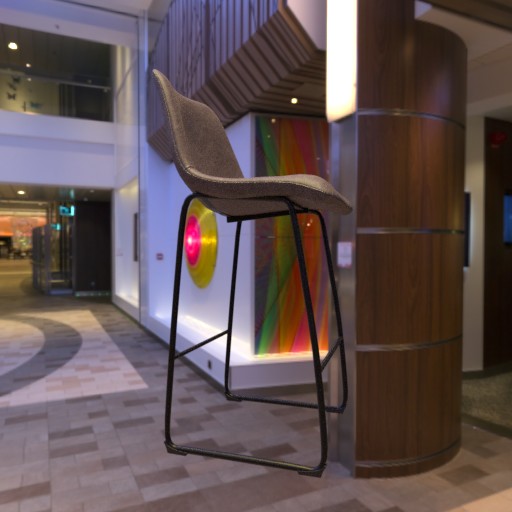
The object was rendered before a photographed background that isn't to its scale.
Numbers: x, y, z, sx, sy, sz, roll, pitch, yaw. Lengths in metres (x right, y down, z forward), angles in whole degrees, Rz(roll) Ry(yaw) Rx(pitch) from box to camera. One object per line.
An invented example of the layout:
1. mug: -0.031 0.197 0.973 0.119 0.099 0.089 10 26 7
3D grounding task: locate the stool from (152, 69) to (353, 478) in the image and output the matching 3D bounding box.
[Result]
1. stool: 0.000 0.000 1.372 0.561 1.082 0.514 0 1 18
